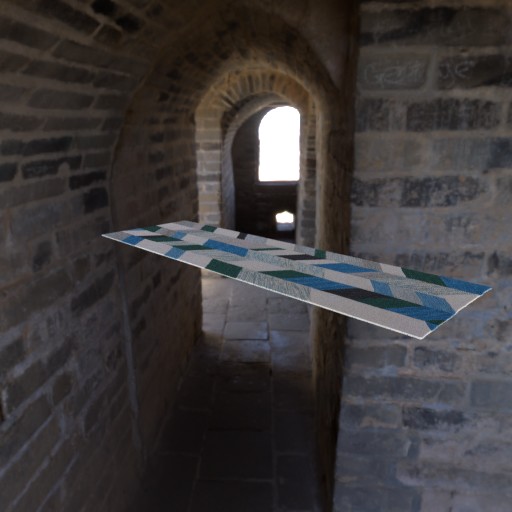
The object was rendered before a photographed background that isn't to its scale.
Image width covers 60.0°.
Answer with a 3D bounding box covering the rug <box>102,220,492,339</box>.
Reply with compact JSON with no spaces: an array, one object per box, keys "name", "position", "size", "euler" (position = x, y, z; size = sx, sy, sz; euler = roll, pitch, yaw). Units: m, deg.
[{"name":"rug","position":[0.000,0.000,2.691],"size":[2.437,0.008,0.774],"euler":[15,21,43]}]
